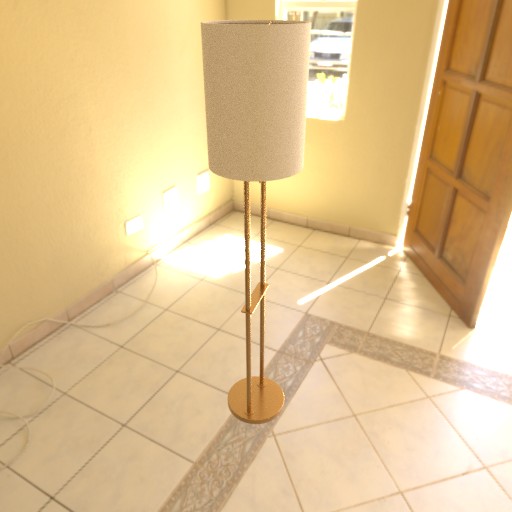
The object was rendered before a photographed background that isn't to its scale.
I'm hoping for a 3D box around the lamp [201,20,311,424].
[{"bbox_3d":[0.000,0.000,1.605,0.305,1.500,0.306,10,32,17],"label":"lamp"}]
